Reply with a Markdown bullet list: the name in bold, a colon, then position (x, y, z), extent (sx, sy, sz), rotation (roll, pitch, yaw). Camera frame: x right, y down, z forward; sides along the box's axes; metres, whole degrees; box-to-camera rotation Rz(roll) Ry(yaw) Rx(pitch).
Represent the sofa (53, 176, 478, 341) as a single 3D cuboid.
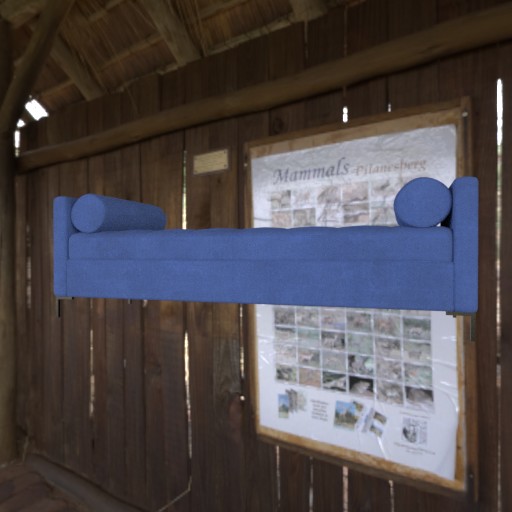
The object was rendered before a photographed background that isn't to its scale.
- **sofa**: position (0.000, 0.000, 2.290), extent (1.981, 0.635, 0.686), rotation (0, 1, 18)
